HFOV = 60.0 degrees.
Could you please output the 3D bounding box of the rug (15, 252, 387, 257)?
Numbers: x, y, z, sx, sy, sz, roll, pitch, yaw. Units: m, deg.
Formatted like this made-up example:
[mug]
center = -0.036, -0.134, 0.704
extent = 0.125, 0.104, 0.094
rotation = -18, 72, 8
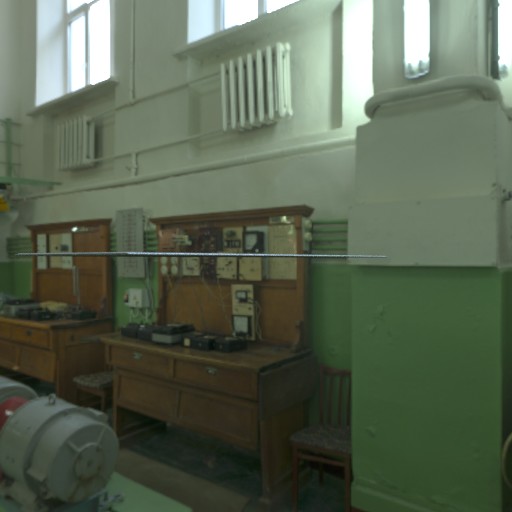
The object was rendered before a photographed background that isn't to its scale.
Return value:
[rug]
center = 0.000, 0.000, 2.363
extent = 0.662, 0.011, 2.196
rotation = 0, 0, 36
